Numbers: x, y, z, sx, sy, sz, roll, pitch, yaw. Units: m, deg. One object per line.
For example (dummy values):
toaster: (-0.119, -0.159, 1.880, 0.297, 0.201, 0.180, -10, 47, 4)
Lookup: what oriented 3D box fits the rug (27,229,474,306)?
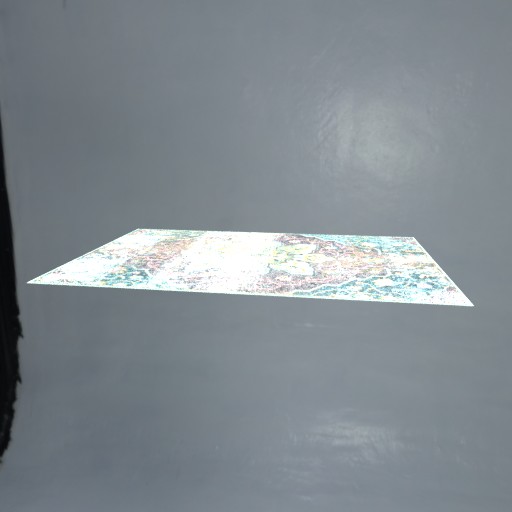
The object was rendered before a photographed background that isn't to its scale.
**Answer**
rug: (0.000, 0.000, 3.012, 2.363, 0.004, 1.566, 3, 15, 9)
